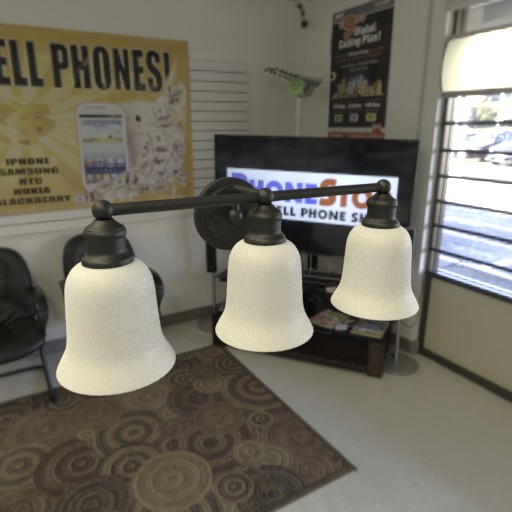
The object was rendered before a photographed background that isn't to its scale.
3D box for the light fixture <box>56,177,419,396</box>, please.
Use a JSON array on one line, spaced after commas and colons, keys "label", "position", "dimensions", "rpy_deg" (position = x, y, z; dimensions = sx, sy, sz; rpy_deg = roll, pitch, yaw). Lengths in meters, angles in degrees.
[{"label": "light fixture", "position": [0.000, 0.000, 0.652], "dimensions": [0.570, 0.211, 0.198], "rpy_deg": [-9, 19, -26]}]
